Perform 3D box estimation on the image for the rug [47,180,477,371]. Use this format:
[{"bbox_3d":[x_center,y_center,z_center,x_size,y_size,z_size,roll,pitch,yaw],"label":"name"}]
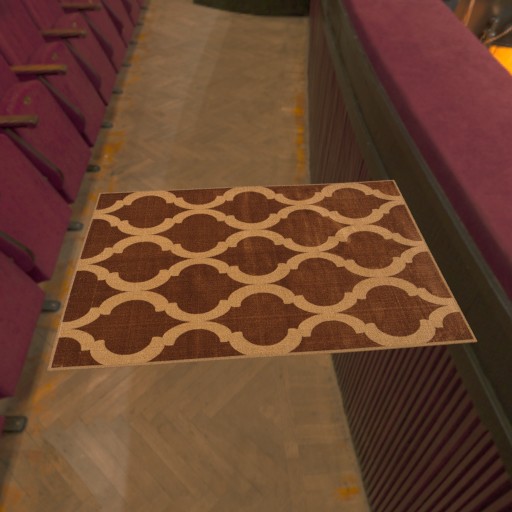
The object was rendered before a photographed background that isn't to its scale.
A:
[{"bbox_3d":[0.000,0.000,2.874,2.290,0.014,1.526,-3,45,-3],"label":"rug"}]
